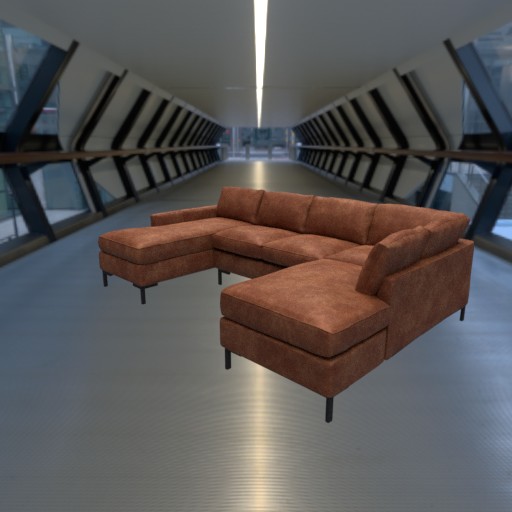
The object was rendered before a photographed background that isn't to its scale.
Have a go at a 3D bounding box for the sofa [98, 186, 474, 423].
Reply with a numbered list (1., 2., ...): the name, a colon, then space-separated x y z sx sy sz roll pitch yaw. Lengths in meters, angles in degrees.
1. sofa: 0.000 0.000 3.810 2.956 0.900 1.939 14 21 43
